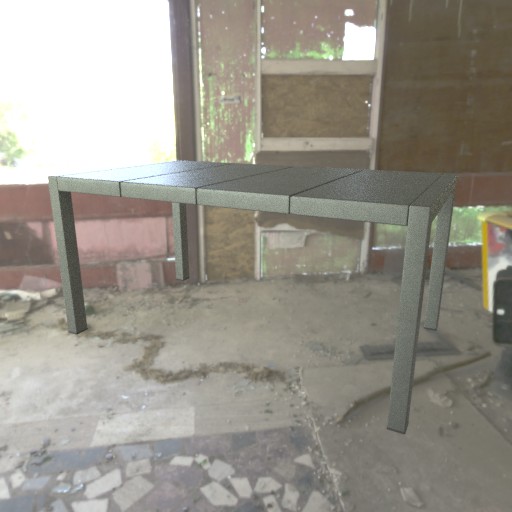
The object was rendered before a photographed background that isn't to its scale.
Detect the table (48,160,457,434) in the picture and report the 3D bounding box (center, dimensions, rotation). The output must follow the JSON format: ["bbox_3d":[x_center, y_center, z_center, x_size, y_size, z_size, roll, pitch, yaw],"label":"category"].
[{"bbox_3d":[0.000,0.000,1.268,0.965,0.460,0.559,9,19,26],"label":"table"}]
